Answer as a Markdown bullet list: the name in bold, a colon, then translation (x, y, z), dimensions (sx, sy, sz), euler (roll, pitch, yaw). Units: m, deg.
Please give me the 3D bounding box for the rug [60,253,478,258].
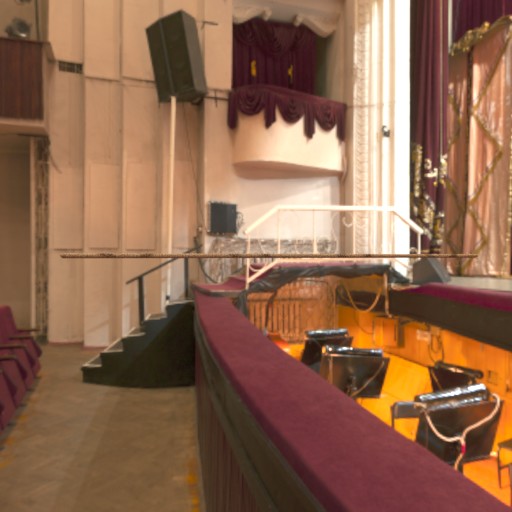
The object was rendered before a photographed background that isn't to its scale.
- **rug**: translation (0.000, 0.000, 3.527), dimensions (2.701, 0.026, 1.801), euler (0, 0, -19)
